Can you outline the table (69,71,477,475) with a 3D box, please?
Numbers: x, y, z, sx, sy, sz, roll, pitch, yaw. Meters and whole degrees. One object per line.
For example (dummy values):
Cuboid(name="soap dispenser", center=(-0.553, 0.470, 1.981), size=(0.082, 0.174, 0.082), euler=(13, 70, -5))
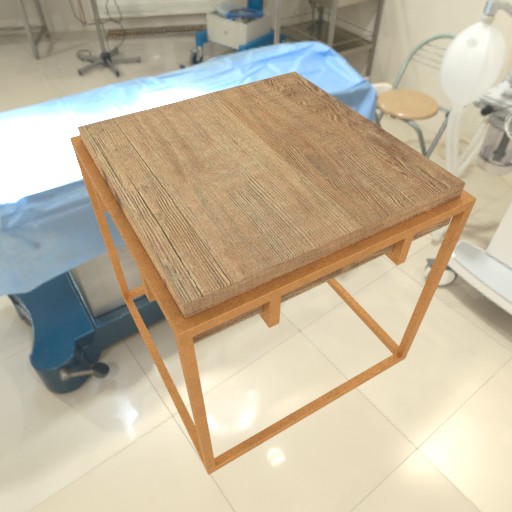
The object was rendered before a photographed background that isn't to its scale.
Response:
Cuboid(name="table", center=(0.000, 0.000, 1.084), size=(0.599, 0.584, 0.599), euler=(-23, 50, -21))
